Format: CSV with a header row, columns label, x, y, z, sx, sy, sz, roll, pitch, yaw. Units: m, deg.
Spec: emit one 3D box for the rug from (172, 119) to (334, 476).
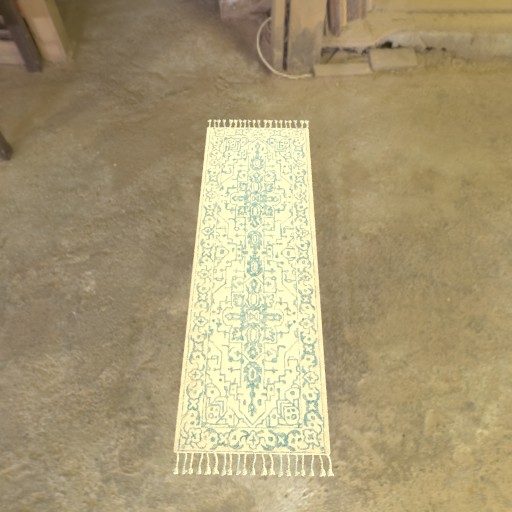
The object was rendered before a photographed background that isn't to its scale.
label,x,y,z,sx,sy,sz,roll,pitch,yaw
rug,0.000,0.000,2.741,0.774,0.011,2.449,1,58,0
